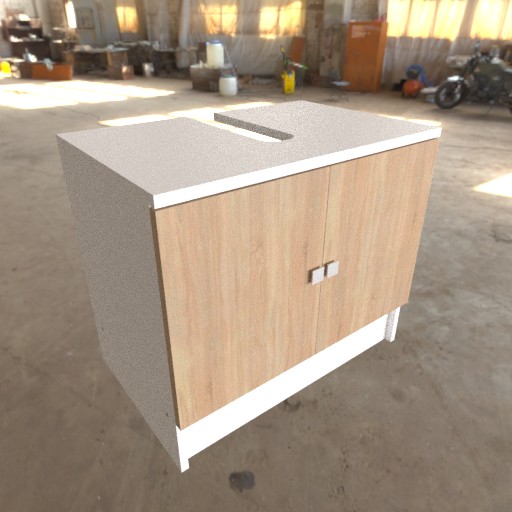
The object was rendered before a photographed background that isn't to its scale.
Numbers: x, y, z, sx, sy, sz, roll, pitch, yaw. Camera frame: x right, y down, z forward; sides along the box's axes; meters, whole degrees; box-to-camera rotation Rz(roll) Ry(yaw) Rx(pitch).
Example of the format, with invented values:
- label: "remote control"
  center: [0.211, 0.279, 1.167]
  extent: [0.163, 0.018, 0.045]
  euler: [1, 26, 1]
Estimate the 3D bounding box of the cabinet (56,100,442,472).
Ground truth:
- label: "cabinet"
  center: [0.000, 0.000, 0.939]
  extent: [0.600, 0.522, 0.400]
  euler: [-20, 34, -32]
